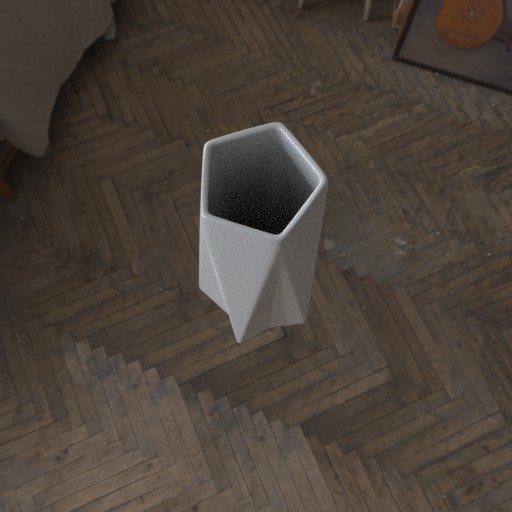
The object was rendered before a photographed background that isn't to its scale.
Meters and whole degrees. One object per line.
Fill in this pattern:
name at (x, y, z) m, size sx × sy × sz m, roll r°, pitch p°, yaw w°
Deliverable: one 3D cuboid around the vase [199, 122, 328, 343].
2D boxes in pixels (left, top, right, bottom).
vase at (0.000, 0.000, 0.387) m, size 0.122 × 0.329 × 0.116 m, roll -17°, pitch 75°, yaw -5°
